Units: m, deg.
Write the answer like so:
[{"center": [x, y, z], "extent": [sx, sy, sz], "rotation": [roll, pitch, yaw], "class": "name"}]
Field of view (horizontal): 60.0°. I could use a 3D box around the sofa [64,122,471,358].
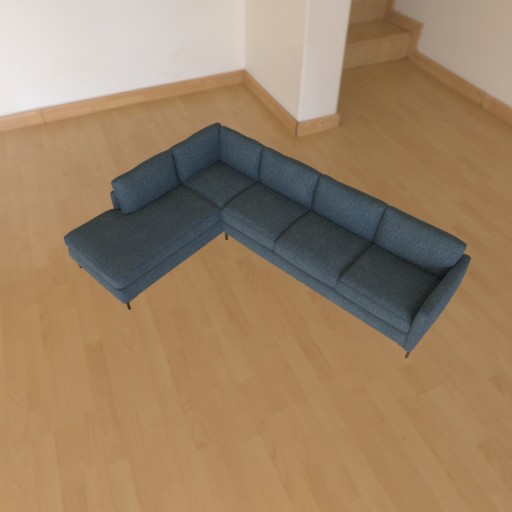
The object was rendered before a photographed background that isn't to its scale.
[{"center": [0.000, 0.000, 3.853], "extent": [2.949, 0.815, 2.007], "rotation": [33, 55, 27], "class": "sofa"}]
